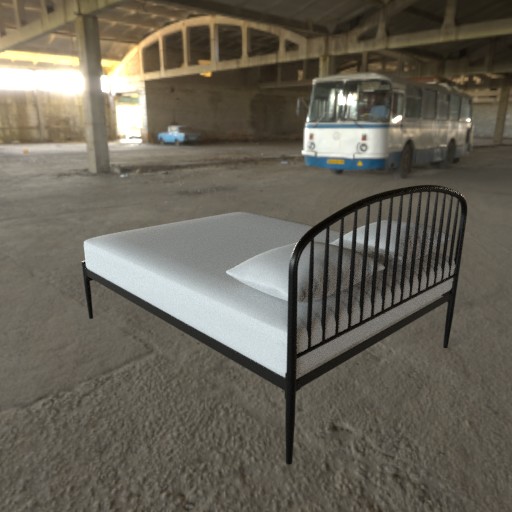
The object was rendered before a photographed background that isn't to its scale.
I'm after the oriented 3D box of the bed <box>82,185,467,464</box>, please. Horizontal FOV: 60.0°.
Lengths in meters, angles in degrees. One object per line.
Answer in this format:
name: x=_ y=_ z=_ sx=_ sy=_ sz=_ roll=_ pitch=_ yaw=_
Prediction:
bed: x=0.000 y=0.000 z=3.095 sx=1.618 sy=1.166 sz=2.159 roll=-15 pitch=22 yaw=-41
